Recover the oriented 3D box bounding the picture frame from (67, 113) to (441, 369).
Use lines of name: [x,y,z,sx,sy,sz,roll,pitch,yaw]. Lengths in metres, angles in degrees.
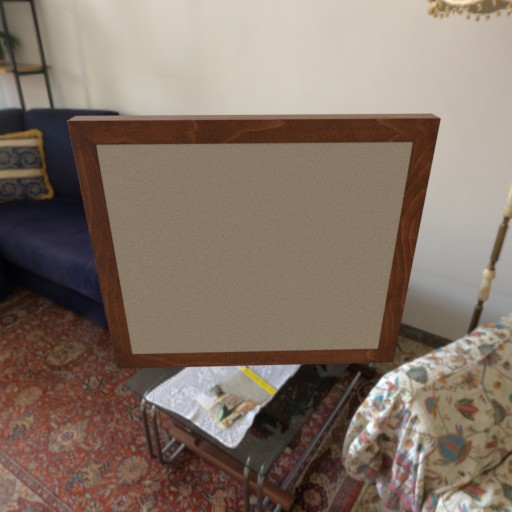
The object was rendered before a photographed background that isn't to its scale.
picture frame: [0.000,0.000,0.541,0.381,0.330,0.025,-1,29,-2]
